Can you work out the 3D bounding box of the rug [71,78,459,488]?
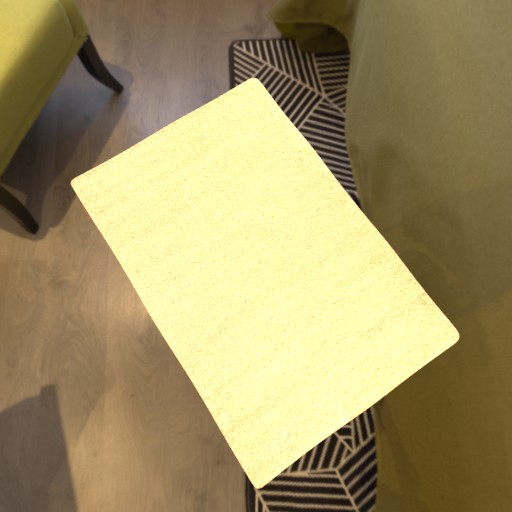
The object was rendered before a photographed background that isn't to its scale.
[{"bbox_3d":[0.000,0.000,3.389,1.798,0.025,2.698,-33,76,-9],"label":"rug"}]
